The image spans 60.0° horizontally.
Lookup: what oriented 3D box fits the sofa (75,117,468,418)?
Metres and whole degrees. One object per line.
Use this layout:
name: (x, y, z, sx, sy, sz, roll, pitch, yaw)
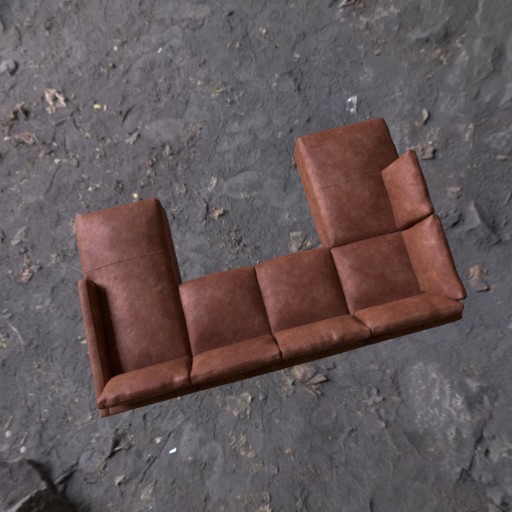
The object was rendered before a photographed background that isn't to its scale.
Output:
sofa: (0.000, 0.000, 3.826, 2.956, 0.900, 1.939, -14, 77, -3)
